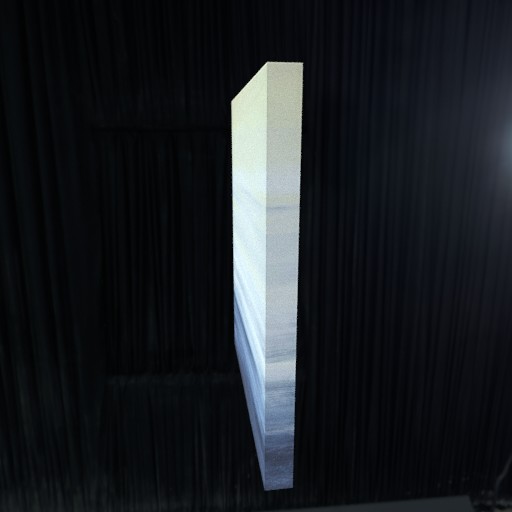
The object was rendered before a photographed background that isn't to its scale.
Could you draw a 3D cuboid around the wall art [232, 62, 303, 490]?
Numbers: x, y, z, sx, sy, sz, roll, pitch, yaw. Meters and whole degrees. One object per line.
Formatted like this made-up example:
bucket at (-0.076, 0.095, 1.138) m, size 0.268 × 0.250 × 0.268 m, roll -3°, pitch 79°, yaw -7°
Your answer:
wall art at (0.000, 0.000, 0.717) m, size 0.037 × 0.511 × 0.435 m, roll -2°, pitch 14°, yaw -8°
